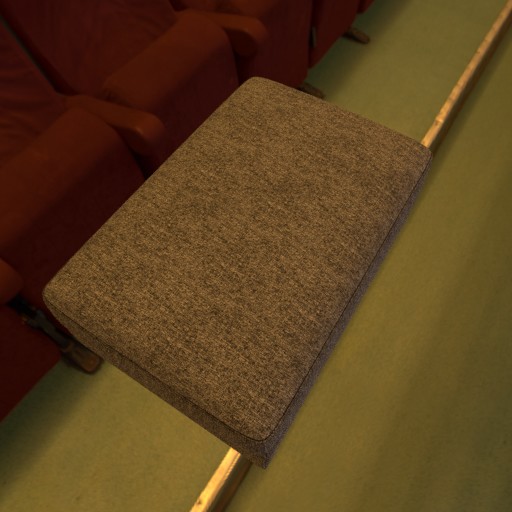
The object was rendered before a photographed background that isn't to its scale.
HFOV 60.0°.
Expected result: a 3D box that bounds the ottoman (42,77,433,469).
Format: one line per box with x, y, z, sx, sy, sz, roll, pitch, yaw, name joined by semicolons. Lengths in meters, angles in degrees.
0.000;0.000;1.179;0.584;0.483;0.864;29;63;16;ottoman
